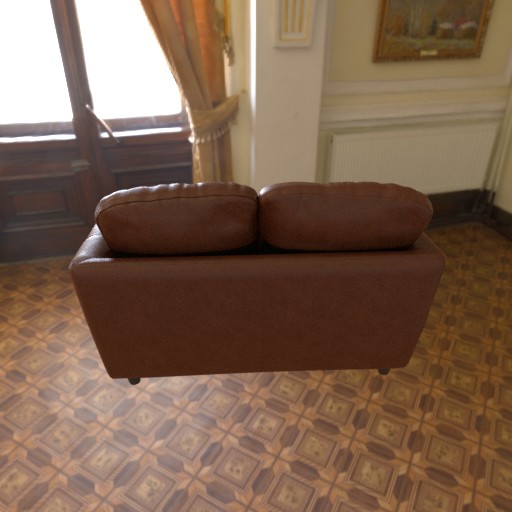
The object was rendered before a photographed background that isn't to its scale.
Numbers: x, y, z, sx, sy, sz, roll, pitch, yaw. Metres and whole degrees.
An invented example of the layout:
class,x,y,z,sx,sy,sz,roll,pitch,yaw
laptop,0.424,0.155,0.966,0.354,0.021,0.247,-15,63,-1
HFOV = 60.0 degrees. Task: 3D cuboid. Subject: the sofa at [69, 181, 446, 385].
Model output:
class,x,y,z,sx,sy,sz,roll,pitch,yaw
sofa,0.000,0.000,1.986,1.406,0.906,0.805,-2,30,-3
